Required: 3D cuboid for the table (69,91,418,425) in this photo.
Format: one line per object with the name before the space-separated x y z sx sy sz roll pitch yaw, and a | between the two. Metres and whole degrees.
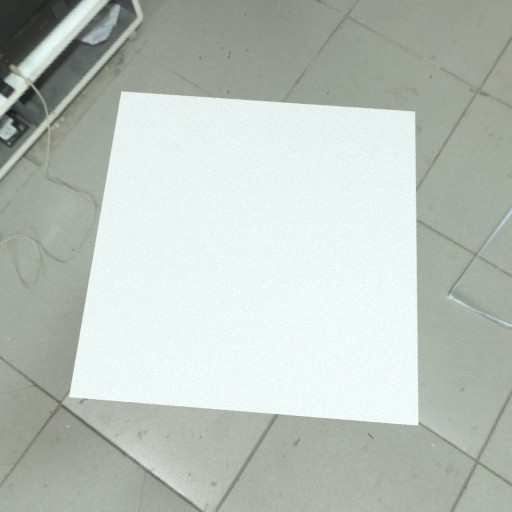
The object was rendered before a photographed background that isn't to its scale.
table | 0.000 0.000 1.380 0.890 0.305 0.890 4 76 1
